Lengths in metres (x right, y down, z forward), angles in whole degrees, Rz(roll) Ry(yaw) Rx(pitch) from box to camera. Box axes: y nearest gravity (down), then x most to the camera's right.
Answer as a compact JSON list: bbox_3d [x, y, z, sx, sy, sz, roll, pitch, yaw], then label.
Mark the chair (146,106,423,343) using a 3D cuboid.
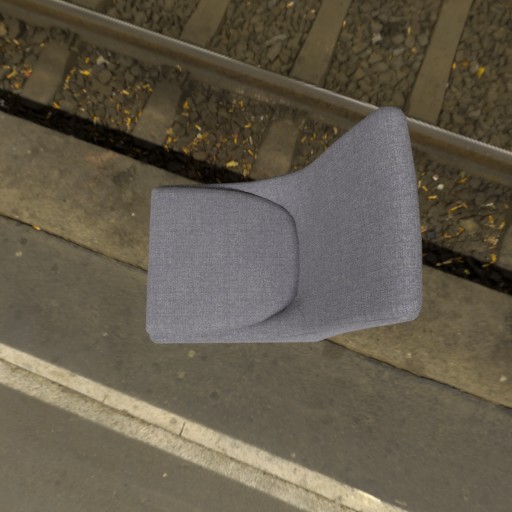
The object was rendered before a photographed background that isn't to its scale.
[{"bbox_3d":[0.000,0.000,1.338,0.655,0.952,0.508,0,78,0],"label":"chair"}]
